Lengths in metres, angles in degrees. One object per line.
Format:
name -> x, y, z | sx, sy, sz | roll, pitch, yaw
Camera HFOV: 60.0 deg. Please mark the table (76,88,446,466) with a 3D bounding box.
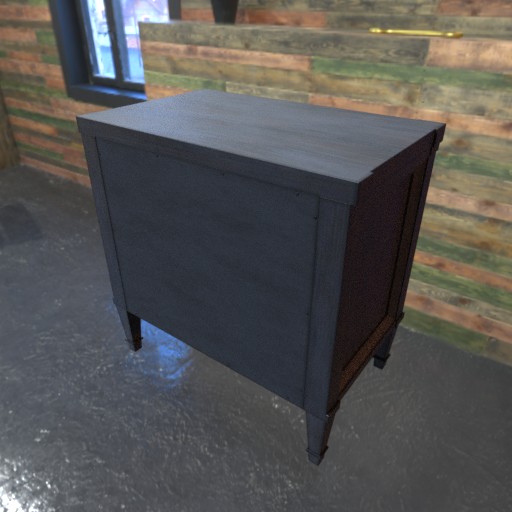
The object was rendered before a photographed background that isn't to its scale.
table -> 0.000, 0.000, 1.091 | 0.660, 0.660, 0.413 | 21, 36, 31
